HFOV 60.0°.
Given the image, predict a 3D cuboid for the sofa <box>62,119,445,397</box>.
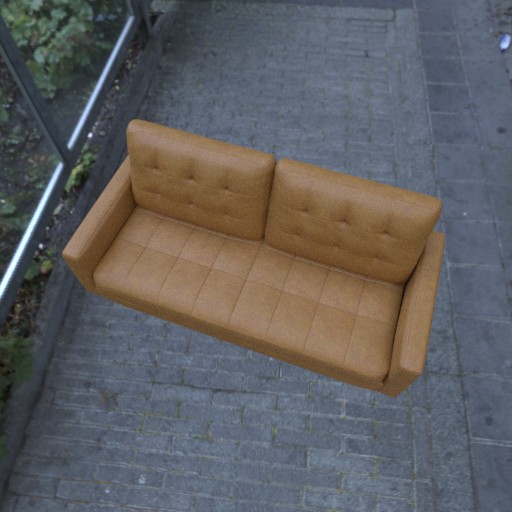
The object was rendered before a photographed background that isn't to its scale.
[{"bbox_3d":[0.000,0.000,2.343,1.821,0.898,0.850,17,61,10],"label":"sofa"}]
